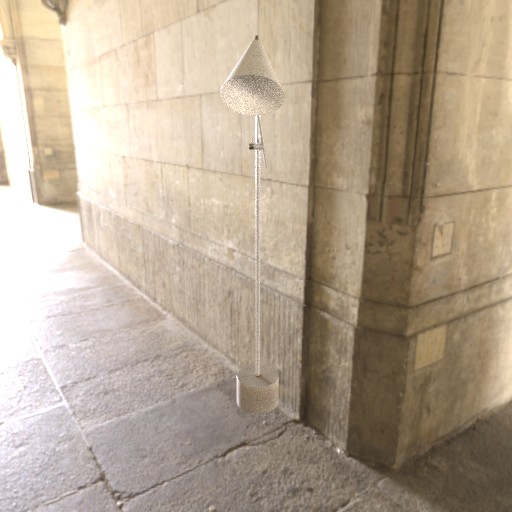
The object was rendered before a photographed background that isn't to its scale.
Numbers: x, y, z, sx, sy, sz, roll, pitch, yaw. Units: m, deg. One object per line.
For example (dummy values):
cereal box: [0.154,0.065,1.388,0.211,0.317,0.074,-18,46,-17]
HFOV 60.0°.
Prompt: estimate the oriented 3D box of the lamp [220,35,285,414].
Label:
lamp: [0.000,0.000,1.606,0.223,1.430,0.508,3,17,9]
